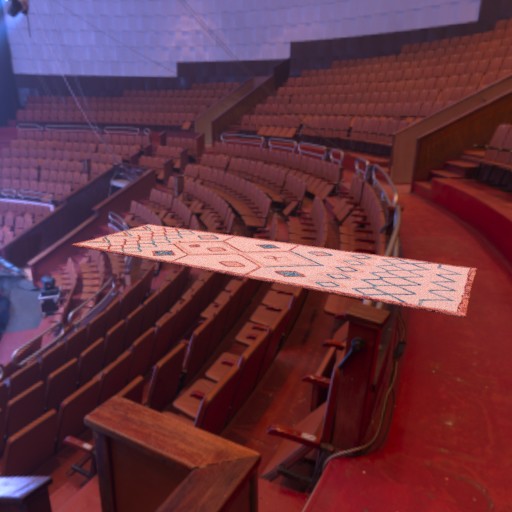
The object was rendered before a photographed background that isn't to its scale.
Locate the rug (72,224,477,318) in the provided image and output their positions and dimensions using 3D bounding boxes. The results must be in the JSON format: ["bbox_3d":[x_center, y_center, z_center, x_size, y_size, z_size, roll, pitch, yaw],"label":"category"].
[{"bbox_3d":[0.000,0.000,2.749,2.435,0.011,0.750,9,19,28],"label":"rug"}]
